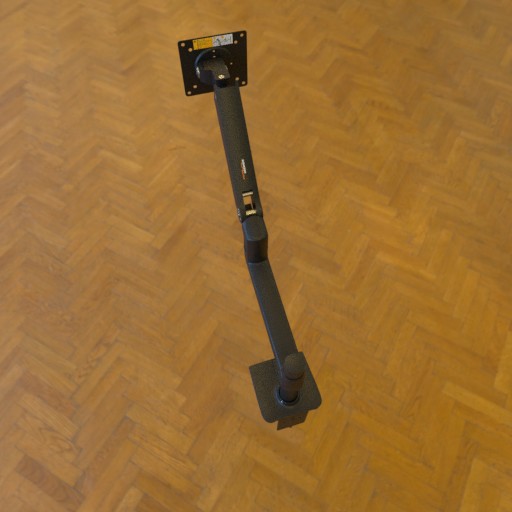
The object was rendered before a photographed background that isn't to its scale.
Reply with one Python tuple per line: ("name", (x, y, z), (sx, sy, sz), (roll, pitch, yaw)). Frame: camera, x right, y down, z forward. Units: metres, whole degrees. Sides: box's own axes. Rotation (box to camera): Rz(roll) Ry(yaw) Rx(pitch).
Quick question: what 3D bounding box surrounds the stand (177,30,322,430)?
("stand", (0.000, 0.000, 1.044), (0.152, 0.713, 0.650), (-14, 58, -9))
